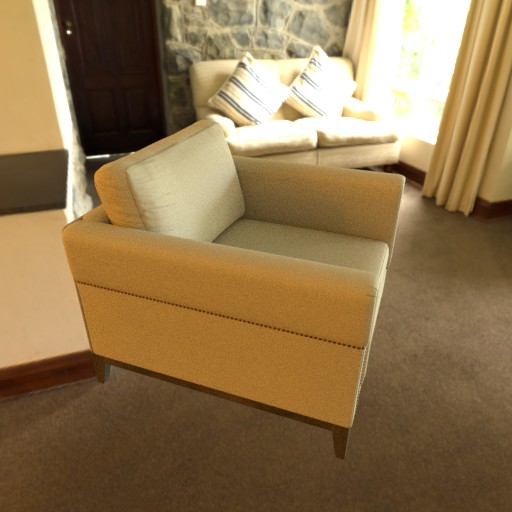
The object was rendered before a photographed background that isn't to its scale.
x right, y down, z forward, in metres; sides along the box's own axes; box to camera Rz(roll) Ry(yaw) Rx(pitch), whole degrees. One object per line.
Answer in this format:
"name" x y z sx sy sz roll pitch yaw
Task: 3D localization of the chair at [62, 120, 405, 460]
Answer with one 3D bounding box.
"chair" 0.000 0.000 1.684 0.959 0.838 0.914 11 31 18
